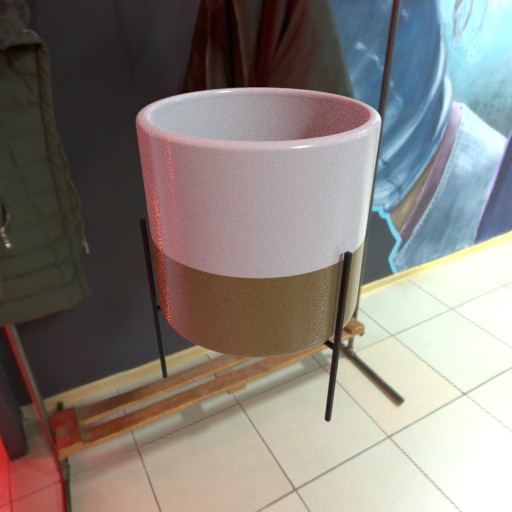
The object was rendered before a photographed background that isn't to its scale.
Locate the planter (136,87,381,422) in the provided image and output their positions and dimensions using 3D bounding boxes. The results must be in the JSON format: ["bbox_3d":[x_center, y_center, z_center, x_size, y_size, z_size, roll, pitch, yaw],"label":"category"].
[{"bbox_3d":[0.000,0.000,0.667,0.310,0.432,0.310,2,31,3],"label":"planter"}]
